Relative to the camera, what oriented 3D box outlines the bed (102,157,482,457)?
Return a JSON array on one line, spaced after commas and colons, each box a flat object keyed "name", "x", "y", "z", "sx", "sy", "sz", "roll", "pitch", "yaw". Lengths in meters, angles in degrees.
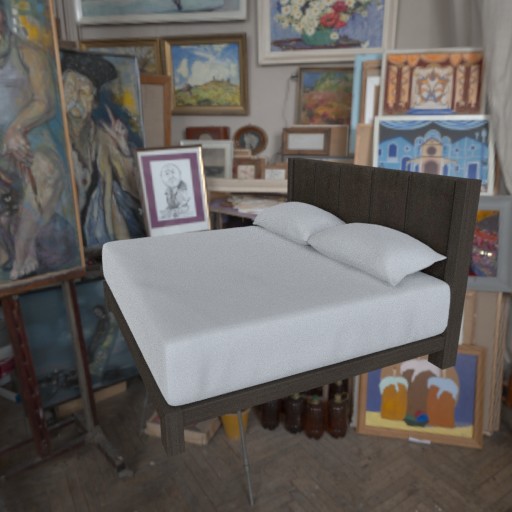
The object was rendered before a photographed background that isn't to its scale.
[{"name": "bed", "x": 0.000, "y": 0.000, "z": 3.364, "sx": 2.012, "sy": 1.270, "sz": 2.134, "roll": -8, "pitch": 18, "yaw": -25}]
